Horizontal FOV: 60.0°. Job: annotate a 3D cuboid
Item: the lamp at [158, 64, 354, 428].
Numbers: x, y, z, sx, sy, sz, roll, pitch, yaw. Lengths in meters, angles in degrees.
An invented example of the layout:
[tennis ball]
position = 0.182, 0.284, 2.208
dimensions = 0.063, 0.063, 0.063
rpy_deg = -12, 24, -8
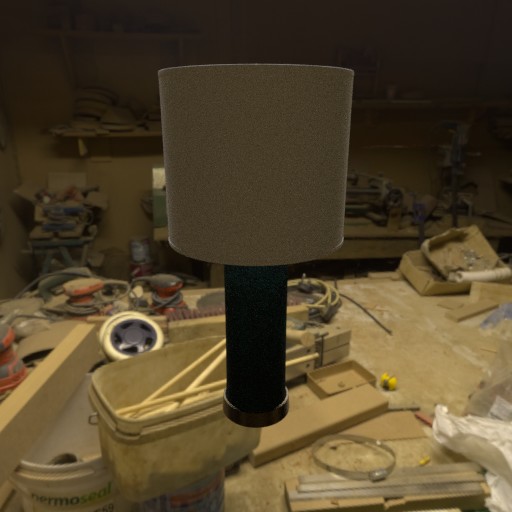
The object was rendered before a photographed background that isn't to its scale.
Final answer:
[lamp]
position = 0.000, 0.000, 0.789
dimensions = 0.301, 0.630, 0.301
rpy_deg = -3, 19, -9
